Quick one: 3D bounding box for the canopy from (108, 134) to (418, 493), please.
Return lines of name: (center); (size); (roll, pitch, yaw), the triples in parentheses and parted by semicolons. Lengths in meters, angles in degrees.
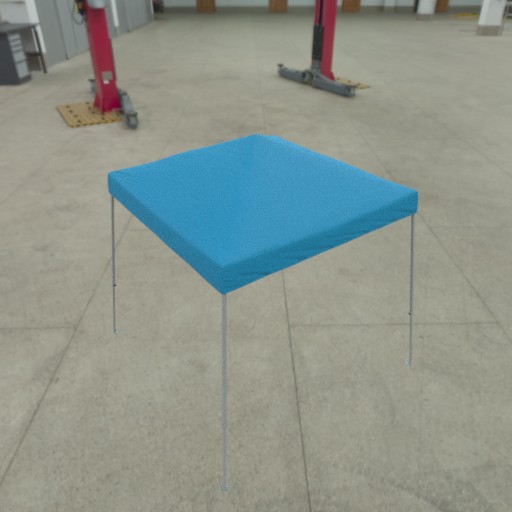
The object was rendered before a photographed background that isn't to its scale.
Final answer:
canopy: (0.000, 0.000, 5.154); (2.849, 2.850, 2.850); (-21, 38, -30)
